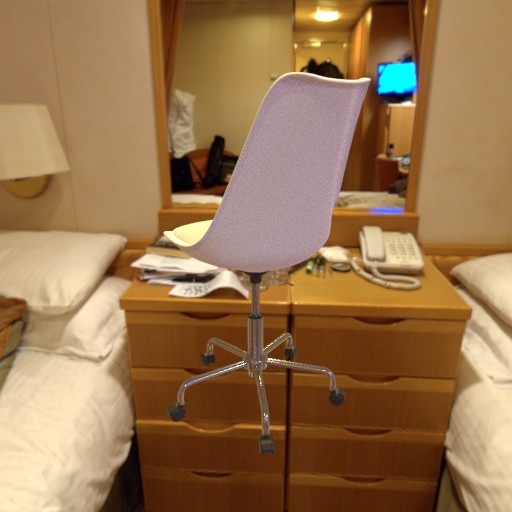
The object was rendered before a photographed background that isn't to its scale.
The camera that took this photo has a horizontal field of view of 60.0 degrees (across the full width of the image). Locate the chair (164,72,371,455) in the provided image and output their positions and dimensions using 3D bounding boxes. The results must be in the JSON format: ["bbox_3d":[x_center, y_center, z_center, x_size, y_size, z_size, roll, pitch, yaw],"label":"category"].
[{"bbox_3d":[0.000,0.000,1.264,0.550,0.930,0.550,-16,24,-40],"label":"chair"}]
